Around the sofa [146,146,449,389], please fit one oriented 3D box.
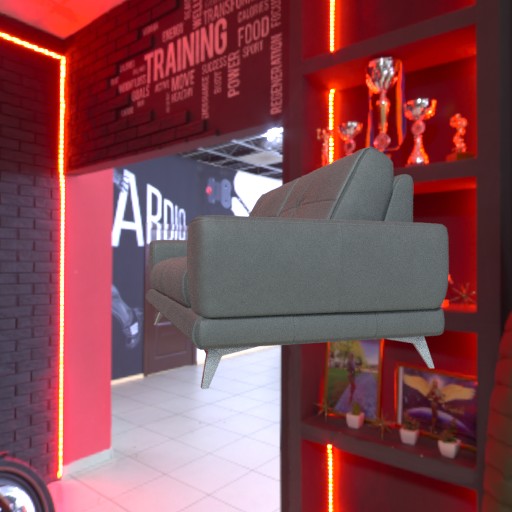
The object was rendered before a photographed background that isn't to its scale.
[{"bbox_3d":[0.000,0.000,2.381,1.018,0.907,1.806,0,-1,-18],"label":"sofa"}]
